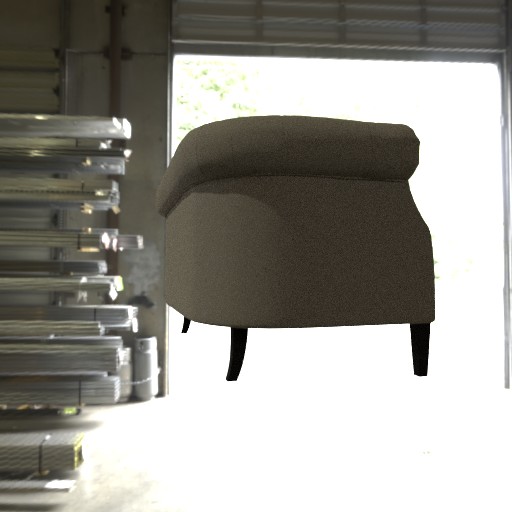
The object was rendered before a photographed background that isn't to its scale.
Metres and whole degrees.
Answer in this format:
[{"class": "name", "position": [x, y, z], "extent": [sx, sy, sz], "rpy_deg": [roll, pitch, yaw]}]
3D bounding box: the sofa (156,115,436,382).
[{"class": "sofa", "position": [0.000, 0.000, 2.013], "extent": [0.835, 0.827, 1.558], "rpy_deg": [1, -2, -17]}]
